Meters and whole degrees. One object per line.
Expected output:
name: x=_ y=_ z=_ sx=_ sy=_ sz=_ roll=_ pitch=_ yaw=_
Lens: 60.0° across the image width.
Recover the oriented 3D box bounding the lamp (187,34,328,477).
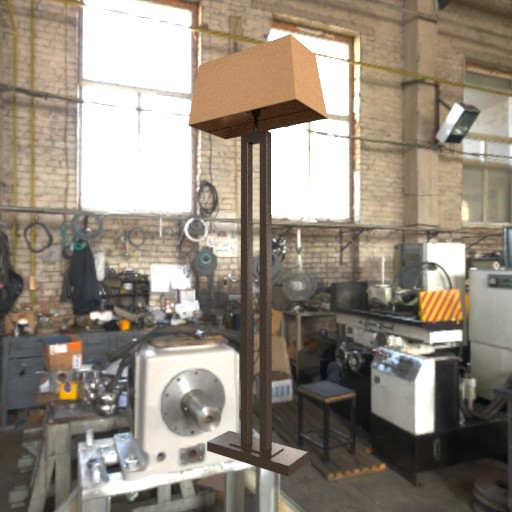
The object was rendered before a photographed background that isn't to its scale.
lamp: x=0.000 y=0.000 z=1.637 sx=0.475 sy=1.469 sz=0.233 roll=-1 pitch=-1 yaw=35
